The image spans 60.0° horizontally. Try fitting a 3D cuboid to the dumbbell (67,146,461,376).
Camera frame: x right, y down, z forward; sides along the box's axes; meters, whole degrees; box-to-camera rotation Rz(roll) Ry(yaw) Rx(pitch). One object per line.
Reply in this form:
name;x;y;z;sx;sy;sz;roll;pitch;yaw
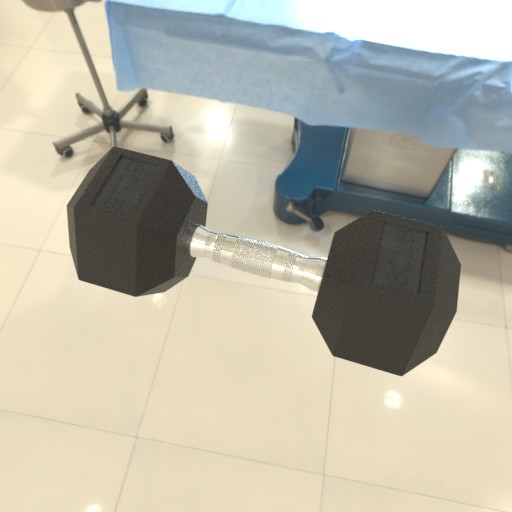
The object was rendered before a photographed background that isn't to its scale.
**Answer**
dumbbell;0.000;0.000;0.408;0.337;0.123;0.142;15;61;9
